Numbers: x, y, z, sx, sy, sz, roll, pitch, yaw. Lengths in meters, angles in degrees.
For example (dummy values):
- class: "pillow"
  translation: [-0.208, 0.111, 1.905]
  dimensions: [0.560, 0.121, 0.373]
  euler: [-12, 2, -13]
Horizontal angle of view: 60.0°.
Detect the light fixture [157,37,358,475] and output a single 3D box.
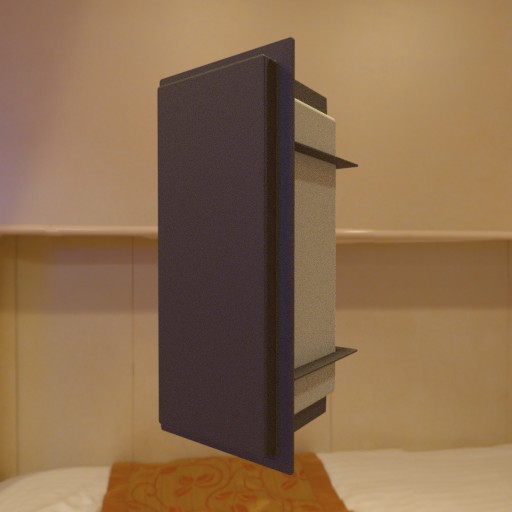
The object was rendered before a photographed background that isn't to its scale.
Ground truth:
- class: "light fixture"
  translation: [0.000, 0.000, 0.439]
  dimensions: [0.153, 0.347, 0.146]
  euler: [1, 1, 36]
